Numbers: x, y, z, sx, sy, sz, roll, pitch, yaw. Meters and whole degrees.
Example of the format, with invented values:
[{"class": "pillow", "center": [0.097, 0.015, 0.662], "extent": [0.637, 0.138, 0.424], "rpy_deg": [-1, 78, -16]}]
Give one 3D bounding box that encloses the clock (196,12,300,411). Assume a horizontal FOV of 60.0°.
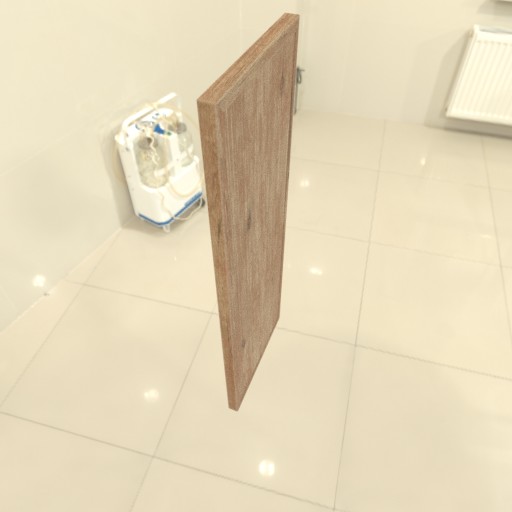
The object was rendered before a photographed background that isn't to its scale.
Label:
[{"class": "clock", "center": [0.000, 0.000, 1.064], "extent": [0.030, 0.965, 0.361], "rpy_deg": [16, 49, 15]}]
